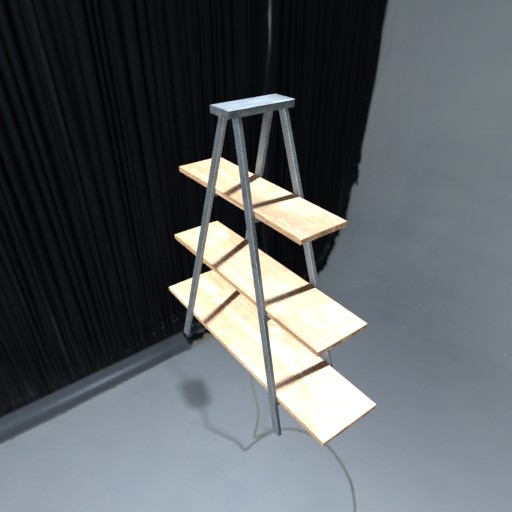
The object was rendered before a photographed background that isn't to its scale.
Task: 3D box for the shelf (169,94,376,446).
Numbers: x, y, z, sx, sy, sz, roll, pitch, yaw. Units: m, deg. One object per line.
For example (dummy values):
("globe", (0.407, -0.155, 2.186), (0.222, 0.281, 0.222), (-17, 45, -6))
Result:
("shelf", (0.000, 0.000, 2.688), (0.508, 1.808, 1.746), (-22, 38, -31))
